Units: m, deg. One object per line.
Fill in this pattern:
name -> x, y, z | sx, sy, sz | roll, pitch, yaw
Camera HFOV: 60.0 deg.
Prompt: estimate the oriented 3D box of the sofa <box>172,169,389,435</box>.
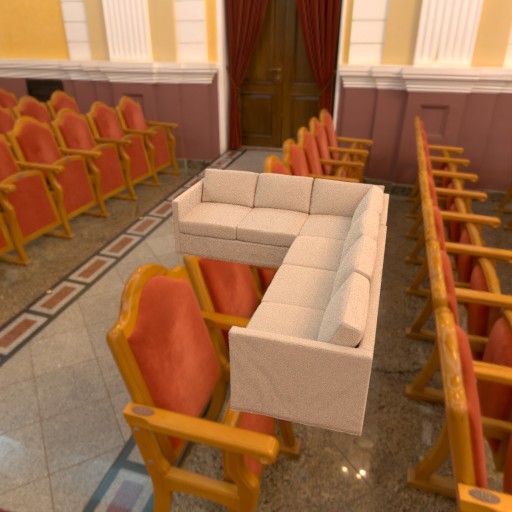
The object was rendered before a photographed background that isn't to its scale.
sofa -> 0.000, 0.000, 4.428 | 2.432, 0.871, 3.182 | 8, 28, 15
